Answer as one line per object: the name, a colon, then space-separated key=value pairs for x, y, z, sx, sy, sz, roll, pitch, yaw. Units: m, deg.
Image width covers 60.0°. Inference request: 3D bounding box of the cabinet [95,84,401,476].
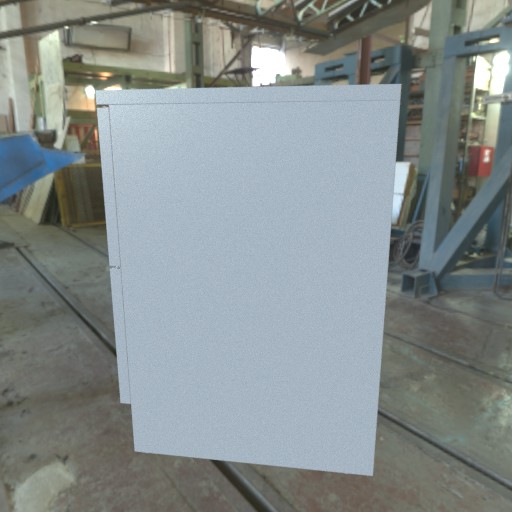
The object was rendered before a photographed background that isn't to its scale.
cabinet: x=0.000 y=0.000 z=0.726 sx=0.360 sy=0.470 sz=0.400 roll=2 pitch=14 yaw=8
